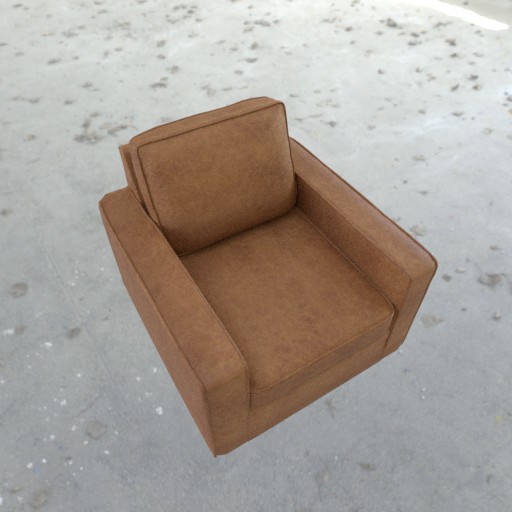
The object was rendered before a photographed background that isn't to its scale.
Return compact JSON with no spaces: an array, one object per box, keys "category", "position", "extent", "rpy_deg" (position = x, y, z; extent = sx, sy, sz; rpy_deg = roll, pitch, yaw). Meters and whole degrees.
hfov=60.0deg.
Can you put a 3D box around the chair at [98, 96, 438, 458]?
[{"category":"chair","position":[0.000,0.000,1.774],"extent":[0.987,0.901,1.027],"rpy_deg":[-27,53,-22]}]
